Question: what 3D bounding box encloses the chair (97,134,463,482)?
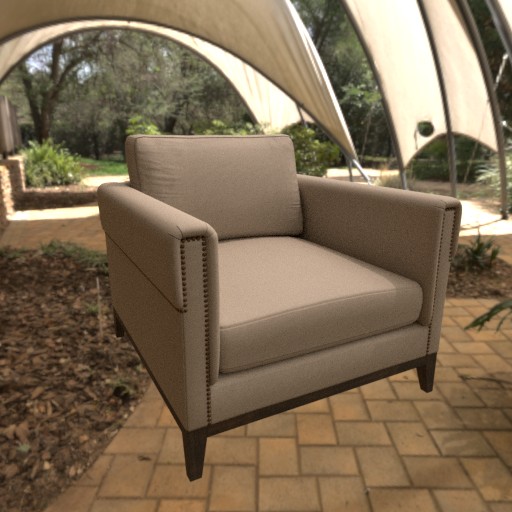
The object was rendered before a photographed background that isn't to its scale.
[{"bbox_3d":[0.000,0.000,1.587,0.914,0.838,0.959,-8,18,-27],"label":"chair"}]
